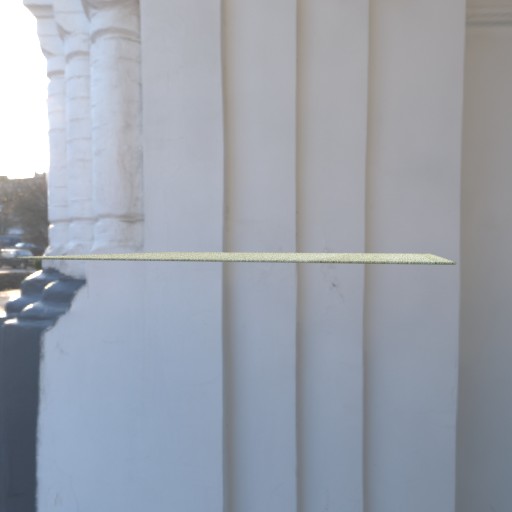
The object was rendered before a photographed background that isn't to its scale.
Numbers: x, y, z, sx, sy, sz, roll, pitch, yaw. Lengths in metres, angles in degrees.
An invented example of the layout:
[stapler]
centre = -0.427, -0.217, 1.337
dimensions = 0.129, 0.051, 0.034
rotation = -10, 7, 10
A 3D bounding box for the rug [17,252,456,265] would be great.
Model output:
[rug]
centre = 0.000, 0.000, 4.156
dimensions = 3.198, 0.016, 2.425
rotation = 0, 2, 18
